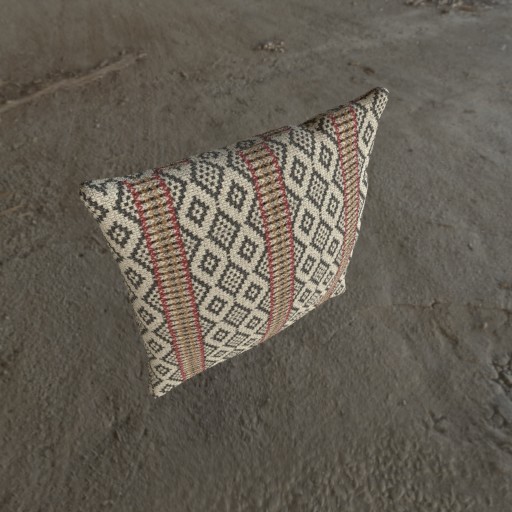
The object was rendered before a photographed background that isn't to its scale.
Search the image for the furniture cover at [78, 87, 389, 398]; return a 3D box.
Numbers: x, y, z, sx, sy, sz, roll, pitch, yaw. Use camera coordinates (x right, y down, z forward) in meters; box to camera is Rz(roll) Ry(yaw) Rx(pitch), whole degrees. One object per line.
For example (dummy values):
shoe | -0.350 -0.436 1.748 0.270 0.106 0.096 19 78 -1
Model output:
furniture cover | 0.000 0.000 0.798 0.503 0.506 0.182 -25 51 -23
